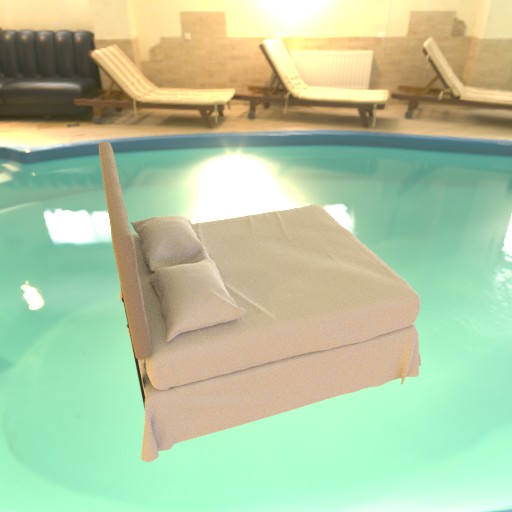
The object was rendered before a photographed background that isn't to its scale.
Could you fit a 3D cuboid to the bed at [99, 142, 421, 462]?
[{"bbox_3d":[0.000,0.000,3.518,2.222,1.577,1.936,-10,33,-16],"label":"bed"}]
